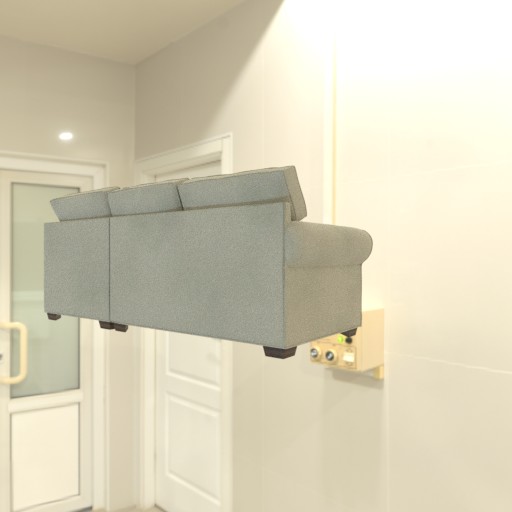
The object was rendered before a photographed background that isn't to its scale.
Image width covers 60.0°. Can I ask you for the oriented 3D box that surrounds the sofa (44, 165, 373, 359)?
[{"bbox_3d":[0.000,0.000,3.942,2.487,1.053,2.562,0,0,37],"label":"sofa"}]
